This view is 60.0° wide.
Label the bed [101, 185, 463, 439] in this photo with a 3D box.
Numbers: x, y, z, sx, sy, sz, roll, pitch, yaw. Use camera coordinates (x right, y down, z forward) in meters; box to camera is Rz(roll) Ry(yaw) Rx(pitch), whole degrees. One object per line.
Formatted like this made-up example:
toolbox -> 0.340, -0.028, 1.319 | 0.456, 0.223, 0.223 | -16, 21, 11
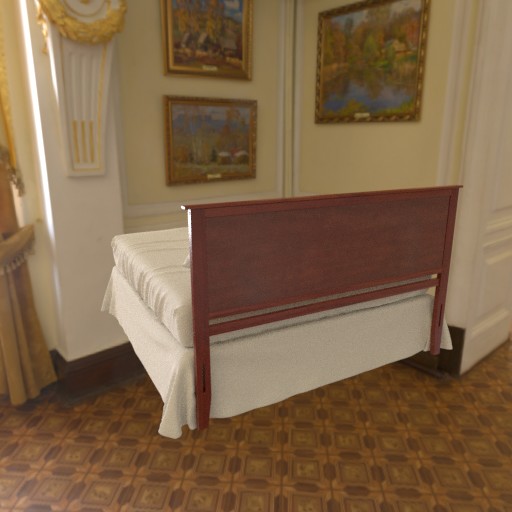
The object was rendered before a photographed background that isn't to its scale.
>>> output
bed -> 0.000, 0.000, 3.678 | 2.314, 1.271, 2.219 | -8, 17, -27
